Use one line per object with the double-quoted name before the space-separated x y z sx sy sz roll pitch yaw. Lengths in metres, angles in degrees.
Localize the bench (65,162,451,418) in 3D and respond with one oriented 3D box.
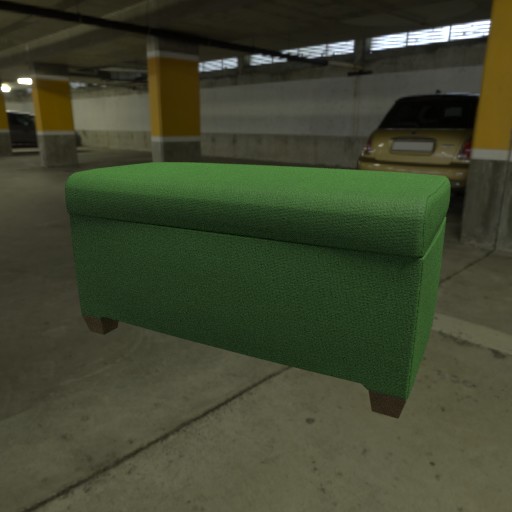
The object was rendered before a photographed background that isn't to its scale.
"bench" 0.000 0.000 1.290 0.989 0.501 0.505 8 19 26
